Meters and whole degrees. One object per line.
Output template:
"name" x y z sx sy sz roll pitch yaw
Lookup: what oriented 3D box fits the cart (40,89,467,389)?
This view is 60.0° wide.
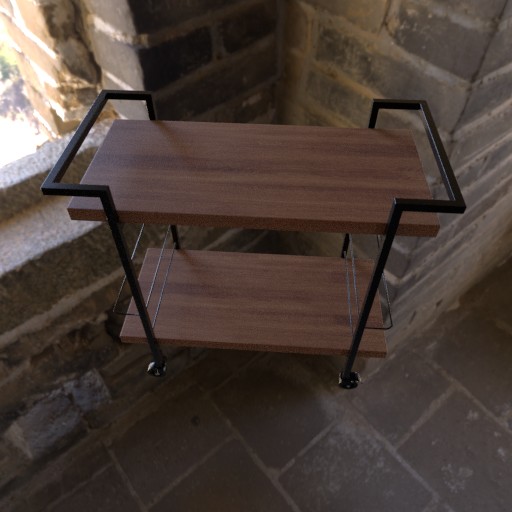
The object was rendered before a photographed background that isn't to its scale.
"cart" 0.000 0.000 1.251 0.806 0.762 0.406 3 48 3
